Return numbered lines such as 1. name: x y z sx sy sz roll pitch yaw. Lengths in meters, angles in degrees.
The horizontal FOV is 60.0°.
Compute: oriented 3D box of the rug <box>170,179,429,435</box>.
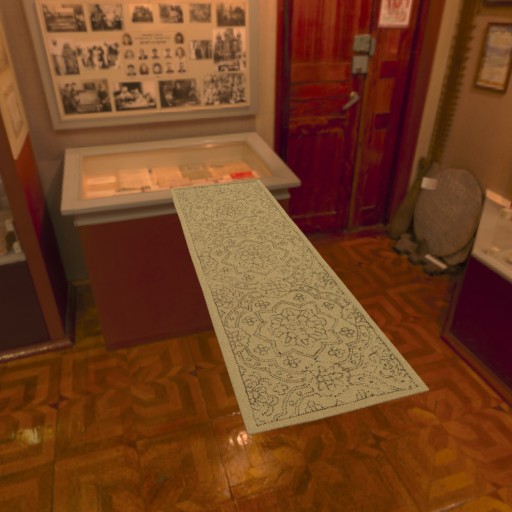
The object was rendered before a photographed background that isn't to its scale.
1. rug: 0.000 0.000 2.716 0.769 0.012 2.448 -8 32 -14
